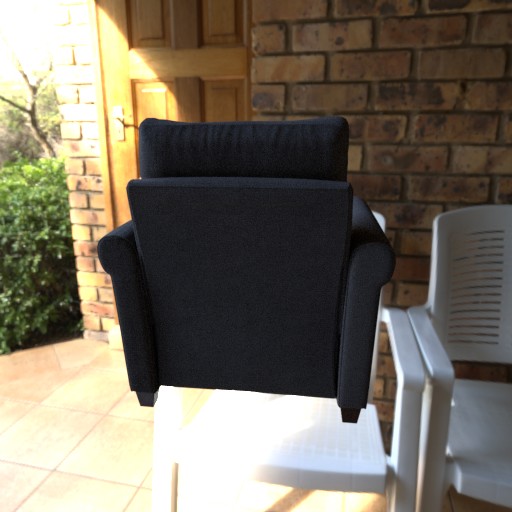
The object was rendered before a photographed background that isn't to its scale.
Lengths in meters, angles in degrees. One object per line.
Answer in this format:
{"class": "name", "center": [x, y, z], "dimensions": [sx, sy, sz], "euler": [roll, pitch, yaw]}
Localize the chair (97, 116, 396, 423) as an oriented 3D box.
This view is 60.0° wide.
{"class": "chair", "center": [0.000, 0.000, 1.604], "dimensions": [0.867, 0.942, 0.828], "euler": [2, 15, 7]}
